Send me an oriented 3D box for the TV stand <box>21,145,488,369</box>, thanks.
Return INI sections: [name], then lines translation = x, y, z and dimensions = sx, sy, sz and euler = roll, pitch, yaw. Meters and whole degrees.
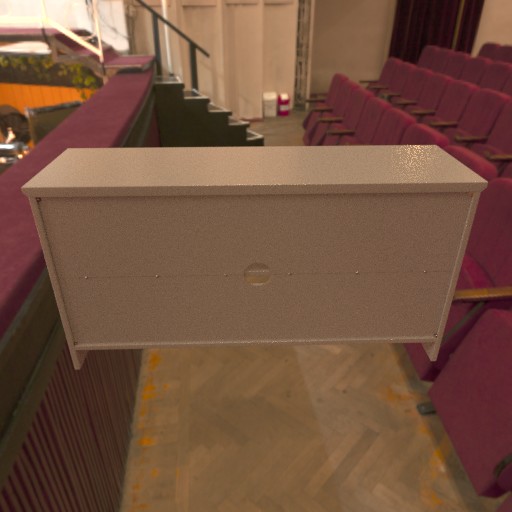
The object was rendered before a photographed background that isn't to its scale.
[TV stand]
translation = 0.000, 0.000, 1.404
dimensions = 1.167, 0.603, 0.344
euler = -1, 30, -2
